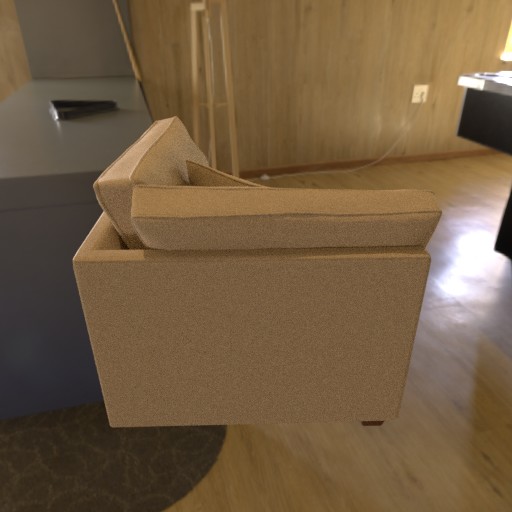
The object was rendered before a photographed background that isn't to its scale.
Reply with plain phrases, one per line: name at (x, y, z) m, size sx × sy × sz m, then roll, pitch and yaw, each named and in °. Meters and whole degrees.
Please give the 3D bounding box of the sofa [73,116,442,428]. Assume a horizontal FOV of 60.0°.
sofa at (0.000, 0.000, 1.825) m, size 1.050 × 0.937 × 1.042 m, roll 0°, pitch 29°, yaw -1°
